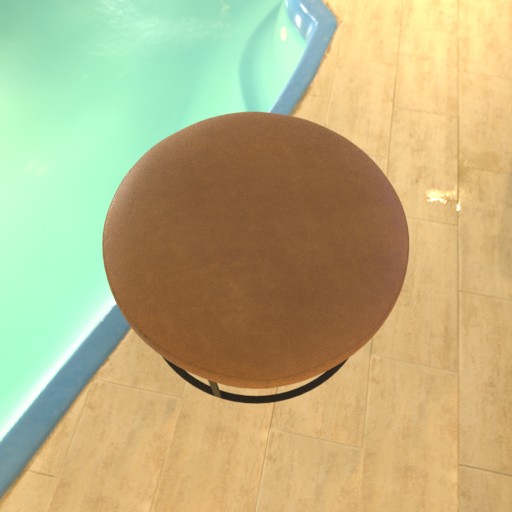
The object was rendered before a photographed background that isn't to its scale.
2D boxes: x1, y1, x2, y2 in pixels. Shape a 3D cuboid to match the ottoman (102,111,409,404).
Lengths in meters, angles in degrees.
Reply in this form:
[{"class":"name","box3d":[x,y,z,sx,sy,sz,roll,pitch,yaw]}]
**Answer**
[{"class":"ottoman","box3d":[0.000,0.000,1.261,0.771,0.460,0.771,0,63,0]}]
